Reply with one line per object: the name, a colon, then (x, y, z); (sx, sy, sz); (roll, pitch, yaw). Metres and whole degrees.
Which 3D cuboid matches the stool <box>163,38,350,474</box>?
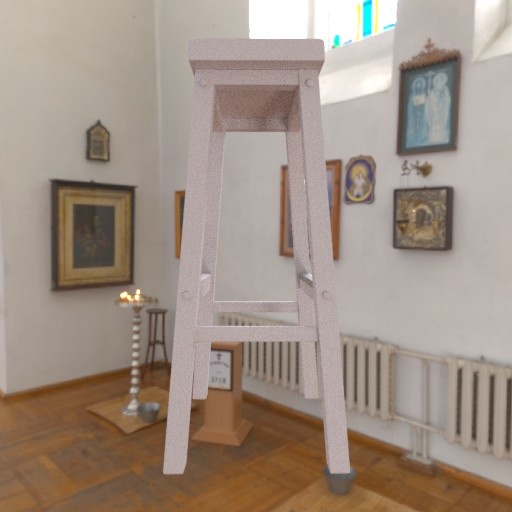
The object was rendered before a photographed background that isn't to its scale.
stool: (0.000, 0.000, 0.956); (0.322, 0.742, 0.406); (0, 1, 0)
